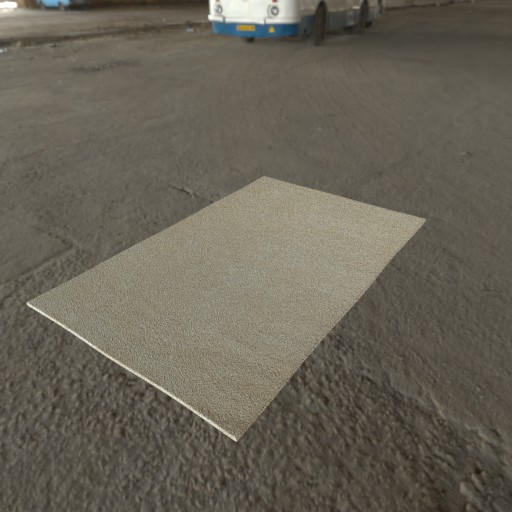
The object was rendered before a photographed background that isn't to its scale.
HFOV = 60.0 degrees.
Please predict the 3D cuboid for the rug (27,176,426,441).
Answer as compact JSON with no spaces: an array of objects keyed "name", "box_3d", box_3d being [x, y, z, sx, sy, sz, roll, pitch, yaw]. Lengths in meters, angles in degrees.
[{"name":"rug","box_3d":[0.000,0.000,2.938,1.500,0.025,2.346,21,37,30]}]
